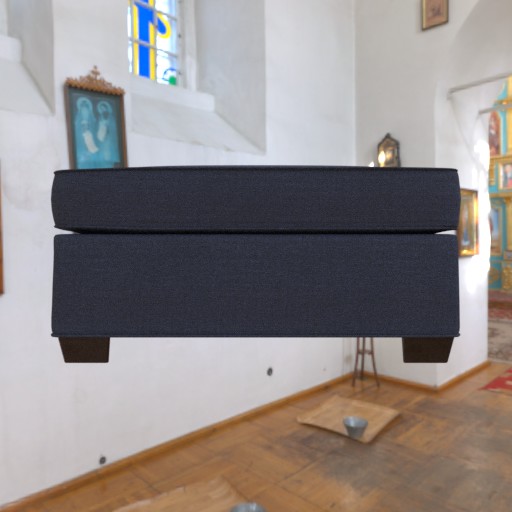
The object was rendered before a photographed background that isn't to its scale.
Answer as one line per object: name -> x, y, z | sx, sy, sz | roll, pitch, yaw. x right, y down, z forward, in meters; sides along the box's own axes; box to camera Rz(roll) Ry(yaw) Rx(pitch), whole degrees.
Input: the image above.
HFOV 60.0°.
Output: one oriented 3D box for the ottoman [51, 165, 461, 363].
ottoman -> 0.000, 0.000, 1.170 | 0.895, 0.453, 0.505 | 0, 1, 0
